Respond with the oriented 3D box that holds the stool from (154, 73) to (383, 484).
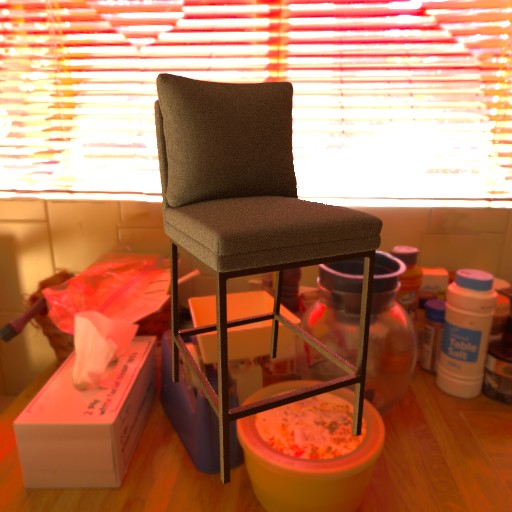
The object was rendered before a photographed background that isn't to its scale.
[{"bbox_3d":[0.000,0.000,1.323,0.463,1.031,0.569,-8,18,-25],"label":"stool"}]
